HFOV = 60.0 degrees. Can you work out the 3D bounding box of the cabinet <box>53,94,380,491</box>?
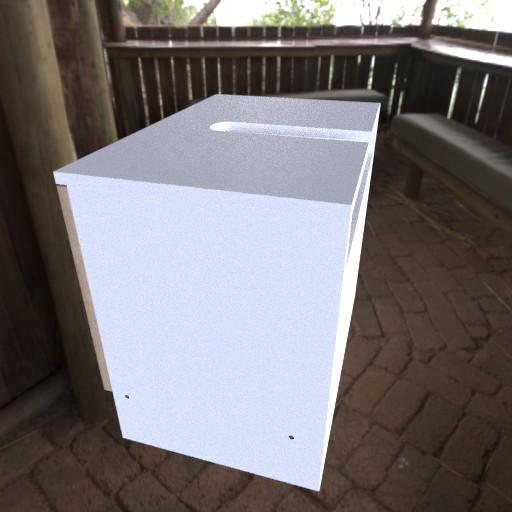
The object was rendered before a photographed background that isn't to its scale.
[{"bbox_3d":[0.000,0.000,0.917,0.400,0.522,0.600,8,31,14],"label":"cabinet"}]
